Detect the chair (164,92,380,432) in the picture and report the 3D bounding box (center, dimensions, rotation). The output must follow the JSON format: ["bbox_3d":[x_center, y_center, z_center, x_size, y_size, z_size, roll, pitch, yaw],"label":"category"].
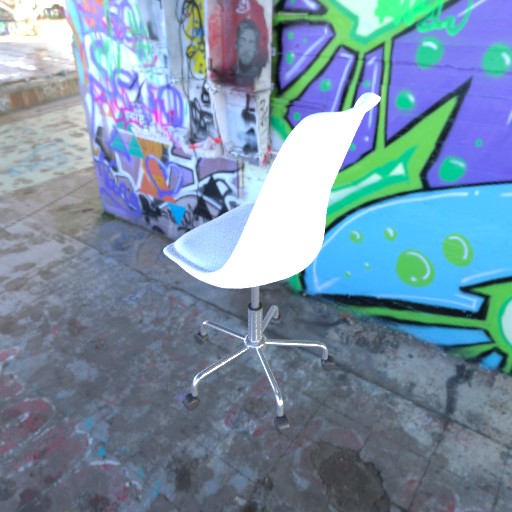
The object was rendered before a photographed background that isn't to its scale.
[{"bbox_3d":[0.000,0.000,1.302,0.550,0.930,0.550,21,37,30],"label":"chair"}]
